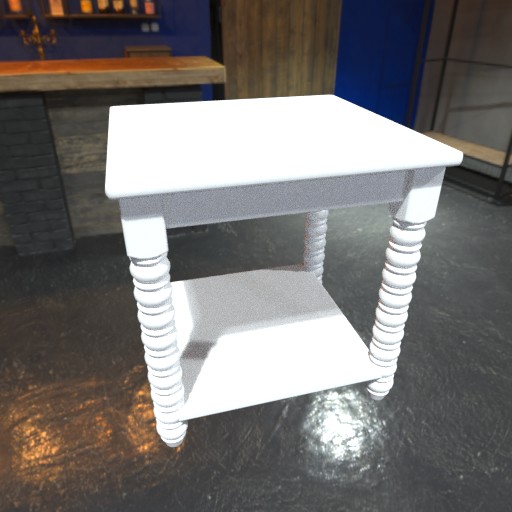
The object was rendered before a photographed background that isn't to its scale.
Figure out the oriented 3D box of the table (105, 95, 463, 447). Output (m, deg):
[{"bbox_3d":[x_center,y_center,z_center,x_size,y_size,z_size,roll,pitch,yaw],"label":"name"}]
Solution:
[{"bbox_3d":[0.000,0.000,0.967,0.533,0.563,0.500,-8,31,-13],"label":"table"}]
